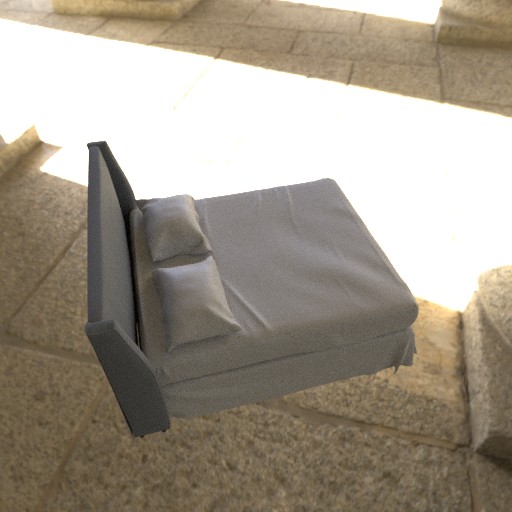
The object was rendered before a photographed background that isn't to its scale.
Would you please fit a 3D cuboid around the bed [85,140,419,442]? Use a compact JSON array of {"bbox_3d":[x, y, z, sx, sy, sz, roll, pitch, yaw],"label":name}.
[{"bbox_3d":[0.000,0.000,3.499,2.276,1.332,1.925,-11,46,-10],"label":"bed"}]
